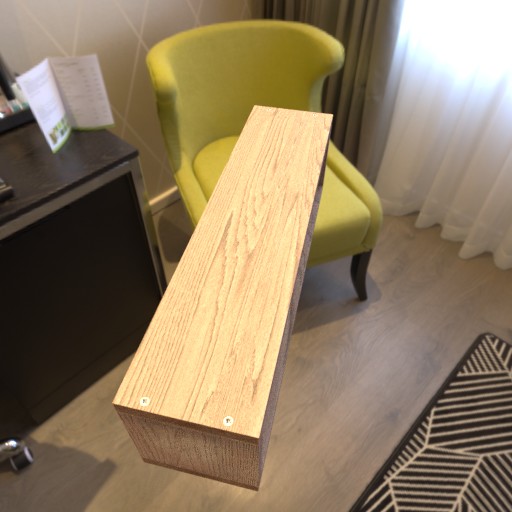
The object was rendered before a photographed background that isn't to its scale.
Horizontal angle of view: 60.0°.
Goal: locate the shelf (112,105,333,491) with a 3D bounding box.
[{"bbox_3d":[0.000,0.000,0.692,0.150,0.170,0.610,10,48,9],"label":"shelf"}]
